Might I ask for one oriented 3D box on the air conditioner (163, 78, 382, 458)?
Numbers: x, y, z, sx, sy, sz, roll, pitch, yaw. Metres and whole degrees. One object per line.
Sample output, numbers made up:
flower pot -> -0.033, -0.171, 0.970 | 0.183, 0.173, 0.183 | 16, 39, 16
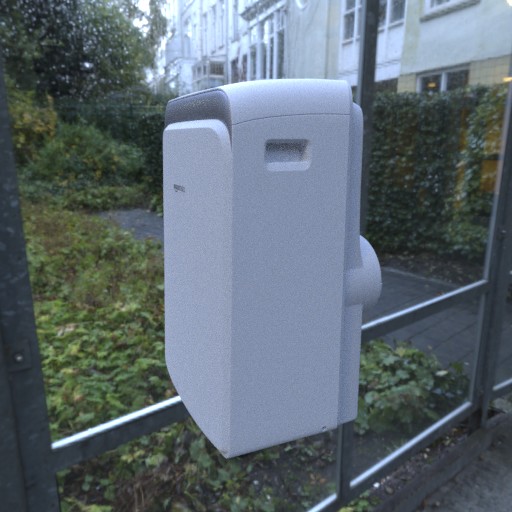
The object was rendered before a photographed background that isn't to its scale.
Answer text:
air conditioner -> 0.000, 0.000, 0.973 | 0.365, 0.700, 0.454 | -7, 16, -25
